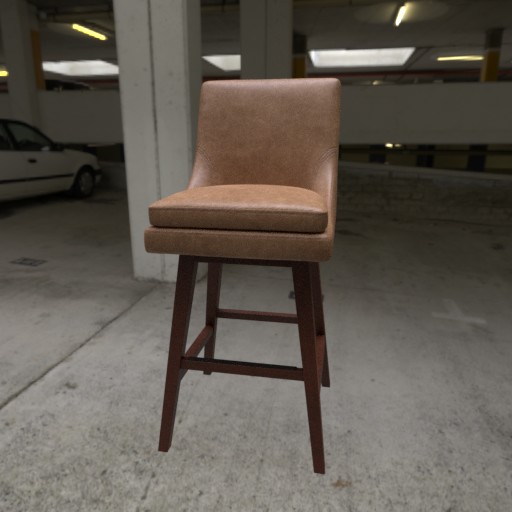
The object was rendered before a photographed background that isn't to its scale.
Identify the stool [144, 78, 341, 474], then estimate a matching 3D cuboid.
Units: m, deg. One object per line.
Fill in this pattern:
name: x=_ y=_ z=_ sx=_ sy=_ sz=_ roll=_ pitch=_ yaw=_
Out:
stool: x=0.000 y=0.000 z=1.370 sx=0.487 sy=1.079 sz=0.572 roll=3 pitch=15 yaw=11
